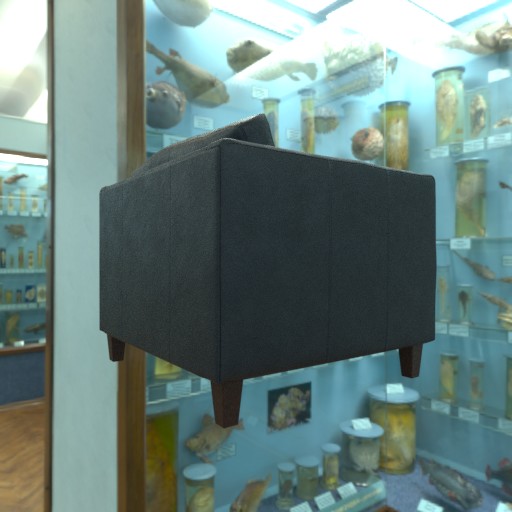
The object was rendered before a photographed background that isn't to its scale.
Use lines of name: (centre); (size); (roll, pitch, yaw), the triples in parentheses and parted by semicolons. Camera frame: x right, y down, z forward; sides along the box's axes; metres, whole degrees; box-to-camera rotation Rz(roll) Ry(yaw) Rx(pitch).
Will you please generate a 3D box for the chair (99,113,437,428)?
chair: (0.000, 0.000, 1.612); (0.862, 0.811, 0.939); (0, 0, -36)
